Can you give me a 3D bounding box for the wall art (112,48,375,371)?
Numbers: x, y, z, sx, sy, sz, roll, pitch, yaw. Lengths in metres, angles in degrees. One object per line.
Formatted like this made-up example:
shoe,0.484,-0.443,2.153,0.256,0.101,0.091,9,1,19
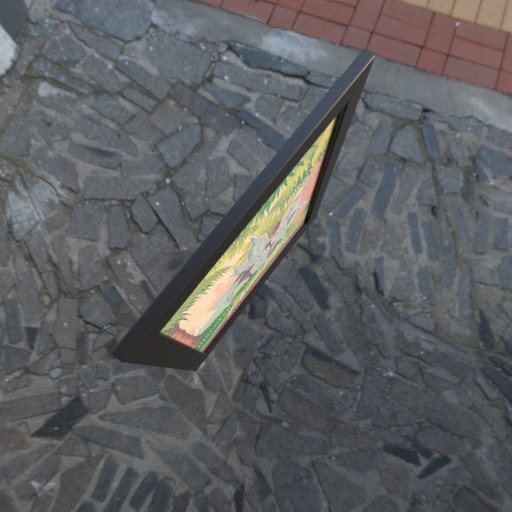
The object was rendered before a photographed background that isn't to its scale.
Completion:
wall art,0.000,0.000,0.795,0.018,0.582,0.481,36,78,9
